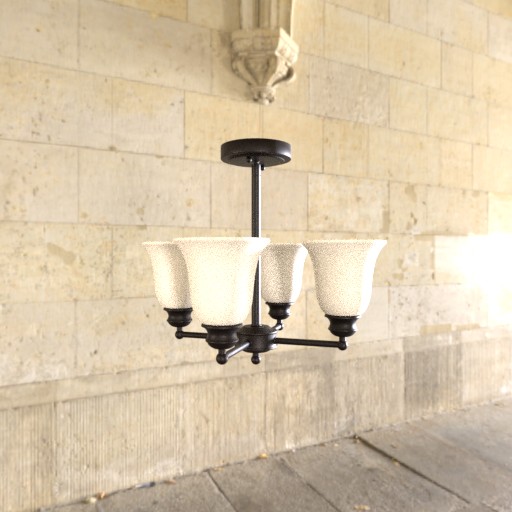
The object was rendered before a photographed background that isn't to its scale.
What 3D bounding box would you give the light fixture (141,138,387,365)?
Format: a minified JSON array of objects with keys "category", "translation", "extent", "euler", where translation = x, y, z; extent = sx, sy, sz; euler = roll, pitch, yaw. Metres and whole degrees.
[{"category":"light fixture","translation":[0.000,0.000,1.889],"extent":[1.069,0.925,1.069],"euler":[0,0,19]}]
